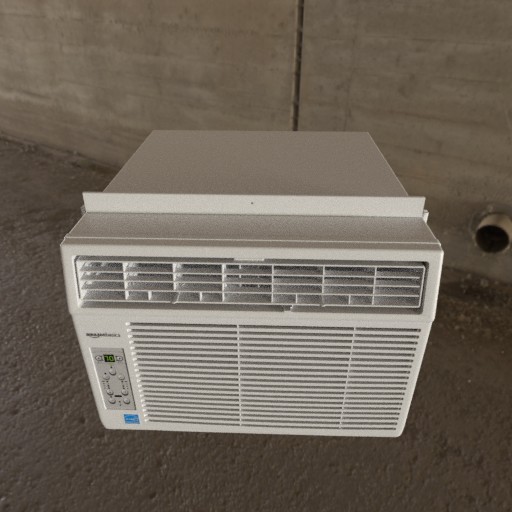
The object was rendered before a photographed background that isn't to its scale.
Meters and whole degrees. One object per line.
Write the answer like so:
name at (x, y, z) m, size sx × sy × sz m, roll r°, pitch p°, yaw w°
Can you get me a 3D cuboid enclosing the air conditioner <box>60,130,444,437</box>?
air conditioner at (0.000, 0.000, 0.849) m, size 0.503 × 0.388 × 0.546 m, roll 1°, pitch 31°, yaw 2°
